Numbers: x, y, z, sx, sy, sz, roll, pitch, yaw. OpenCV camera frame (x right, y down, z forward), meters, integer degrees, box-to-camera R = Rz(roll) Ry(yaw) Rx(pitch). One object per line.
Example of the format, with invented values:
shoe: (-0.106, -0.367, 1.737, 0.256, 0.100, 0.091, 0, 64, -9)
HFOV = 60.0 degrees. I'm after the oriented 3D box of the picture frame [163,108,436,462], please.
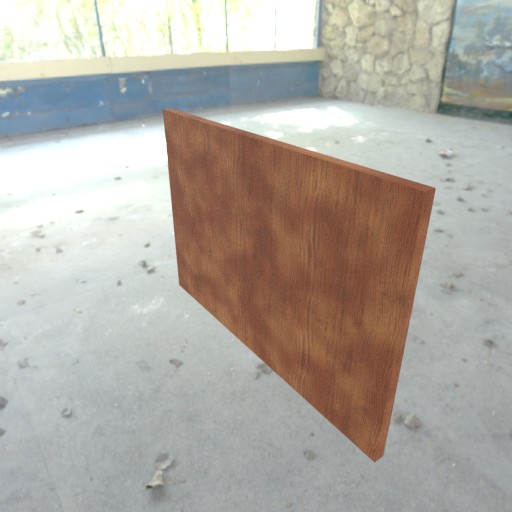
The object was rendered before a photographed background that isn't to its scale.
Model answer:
picture frame: (0.000, 0.000, 1.199, 0.029, 0.640, 0.950, -19, 33, -31)
